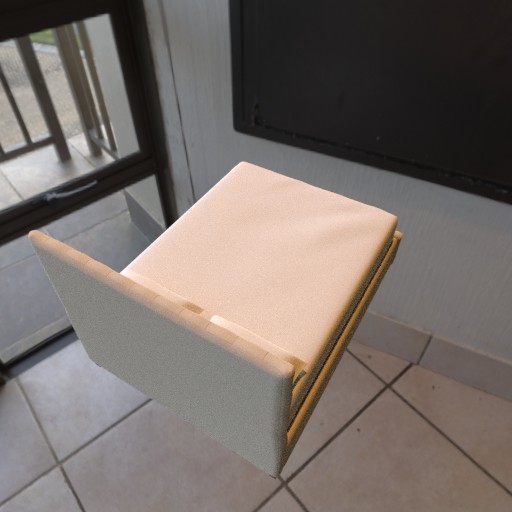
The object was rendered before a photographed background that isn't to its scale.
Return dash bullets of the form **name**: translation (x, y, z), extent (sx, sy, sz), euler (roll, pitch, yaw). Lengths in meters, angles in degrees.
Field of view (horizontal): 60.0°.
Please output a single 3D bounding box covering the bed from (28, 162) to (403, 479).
- **bed**: translation (0.000, 0.000, 3.332), extent (1.696, 1.426, 2.233), euler (24, 51, 21)
